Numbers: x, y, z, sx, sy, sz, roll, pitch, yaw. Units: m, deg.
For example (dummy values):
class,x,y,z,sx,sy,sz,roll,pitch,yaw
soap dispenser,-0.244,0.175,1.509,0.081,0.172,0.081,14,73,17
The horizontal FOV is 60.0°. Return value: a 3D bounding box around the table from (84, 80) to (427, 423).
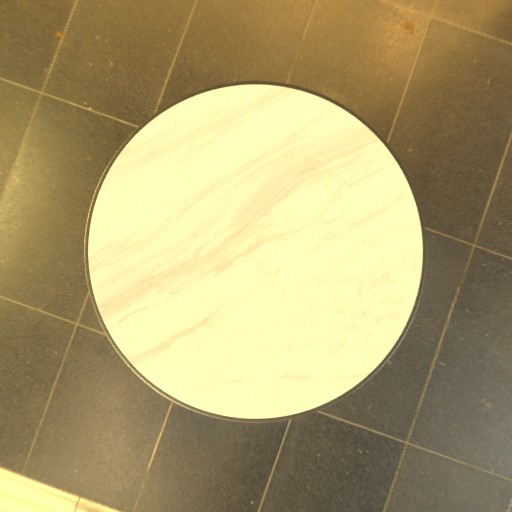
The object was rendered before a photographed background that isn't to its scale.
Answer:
class,x,y,z,sx,sy,sz,roll,pitch,yaw
table,0.000,0.000,0.813,0.445,0.479,0.445,0,88,0
